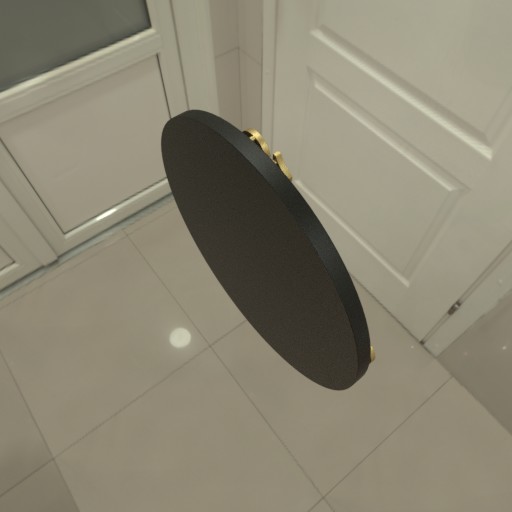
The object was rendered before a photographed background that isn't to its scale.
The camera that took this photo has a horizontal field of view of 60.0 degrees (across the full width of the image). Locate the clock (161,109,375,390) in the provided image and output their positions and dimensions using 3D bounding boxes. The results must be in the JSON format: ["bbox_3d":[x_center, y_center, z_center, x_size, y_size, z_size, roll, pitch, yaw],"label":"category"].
[{"bbox_3d":[0.000,0.000,0.664,0.038,0.454,0.454,-34,65,-18],"label":"clock"}]
